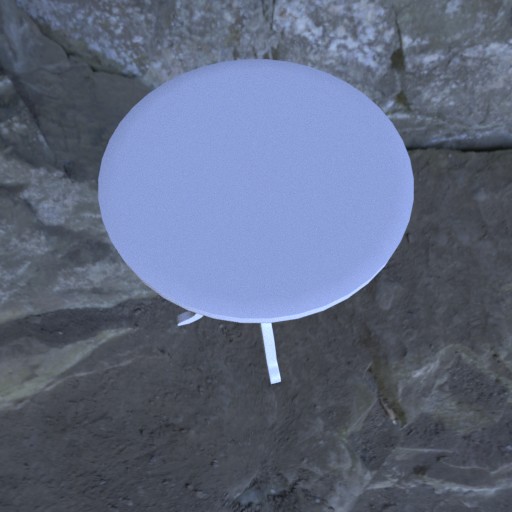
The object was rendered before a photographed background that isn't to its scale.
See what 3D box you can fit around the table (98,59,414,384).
[{"bbox_3d":[0.000,0.000,1.020,0.513,0.653,0.513,0,64,0],"label":"table"}]
